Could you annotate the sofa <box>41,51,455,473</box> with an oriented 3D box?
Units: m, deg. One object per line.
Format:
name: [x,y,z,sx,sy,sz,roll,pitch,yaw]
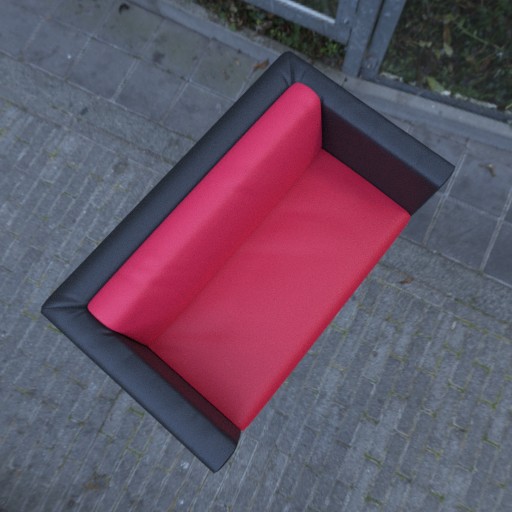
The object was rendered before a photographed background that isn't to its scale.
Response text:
sofa: [0.000,0.000,1.911,0.845,0.735,1.410,39,79,9]
